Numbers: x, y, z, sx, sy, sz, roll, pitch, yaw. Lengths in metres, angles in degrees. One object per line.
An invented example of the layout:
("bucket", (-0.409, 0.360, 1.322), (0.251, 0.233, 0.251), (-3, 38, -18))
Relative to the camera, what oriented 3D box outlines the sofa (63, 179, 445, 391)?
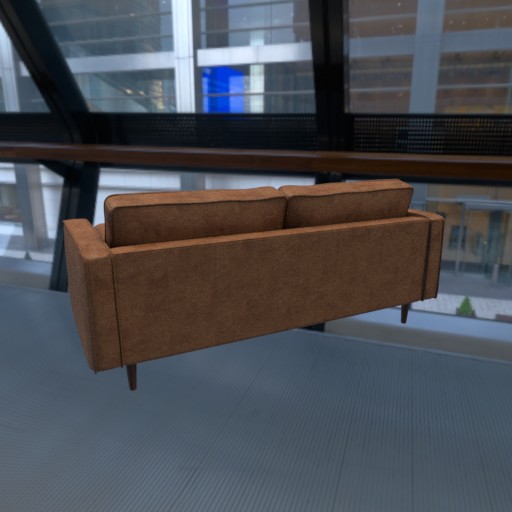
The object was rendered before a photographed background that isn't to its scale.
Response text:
("sofa", (0.000, 0.000, 2.467), (1.920, 0.825, 0.924), (-7, 17, -26))
